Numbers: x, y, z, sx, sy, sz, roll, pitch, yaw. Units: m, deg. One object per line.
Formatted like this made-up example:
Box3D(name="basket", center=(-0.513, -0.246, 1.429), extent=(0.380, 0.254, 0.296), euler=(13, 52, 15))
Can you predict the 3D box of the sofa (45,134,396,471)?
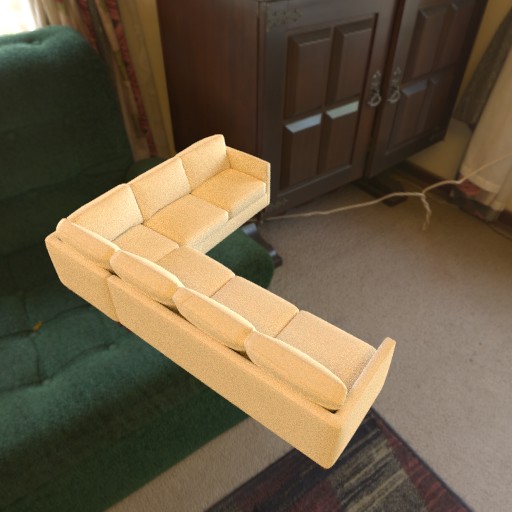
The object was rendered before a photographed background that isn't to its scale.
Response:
Box3D(name="sofa", center=(0.000, 0.000, 4.501), extent=(3.302, 0.947, 2.593), euler=(26, 48, 27))
